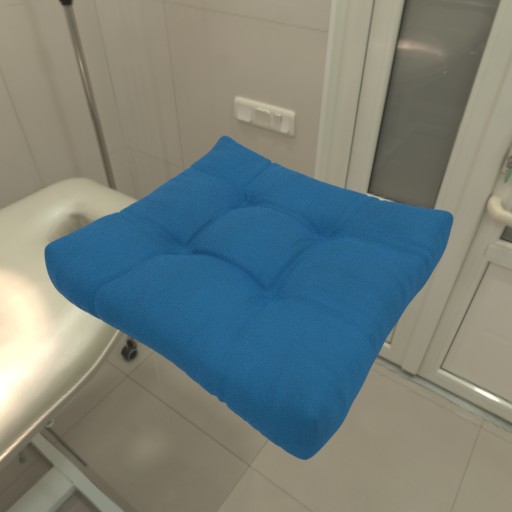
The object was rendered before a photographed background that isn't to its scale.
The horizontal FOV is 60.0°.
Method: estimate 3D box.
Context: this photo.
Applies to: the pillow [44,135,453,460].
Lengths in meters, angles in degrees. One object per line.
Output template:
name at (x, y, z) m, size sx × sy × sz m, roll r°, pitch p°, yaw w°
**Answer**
pillow at (0.000, 0.000, 0.717) m, size 0.490 × 0.128 × 0.468 m, roll 25°, pitch 47°, yaw 26°
